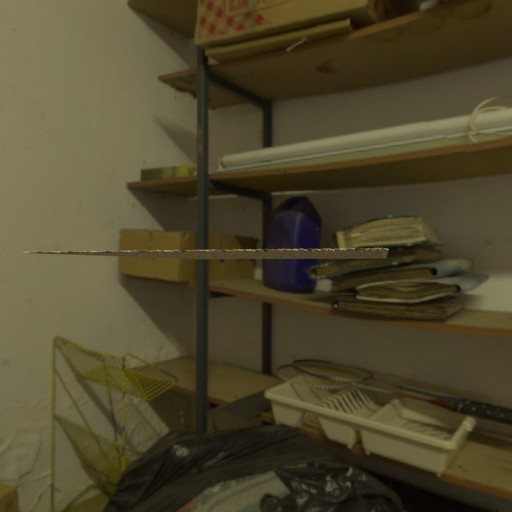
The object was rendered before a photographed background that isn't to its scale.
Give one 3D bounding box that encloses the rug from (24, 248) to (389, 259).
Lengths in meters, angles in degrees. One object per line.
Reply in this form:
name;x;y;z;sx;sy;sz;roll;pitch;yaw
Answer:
rug;0.000;0.000;3.478;1.971;0.010;2.651;0;-1;16
